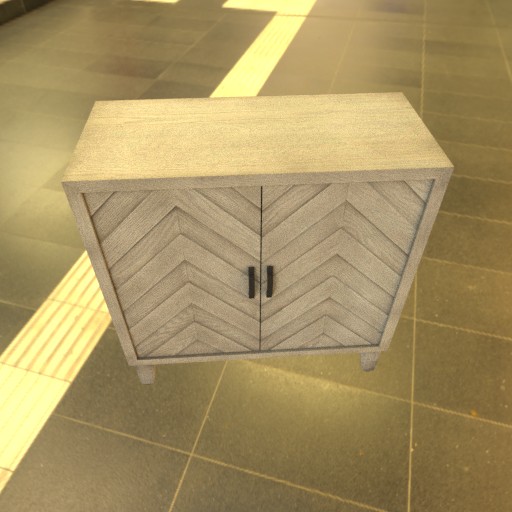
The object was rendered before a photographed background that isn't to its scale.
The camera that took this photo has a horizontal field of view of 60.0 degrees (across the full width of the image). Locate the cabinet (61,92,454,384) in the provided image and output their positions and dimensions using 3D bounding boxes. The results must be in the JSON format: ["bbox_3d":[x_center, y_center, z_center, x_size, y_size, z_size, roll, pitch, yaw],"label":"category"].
[{"bbox_3d":[0.000,0.000,1.276,0.781,0.787,0.370,-3,44,-3],"label":"cabinet"}]
